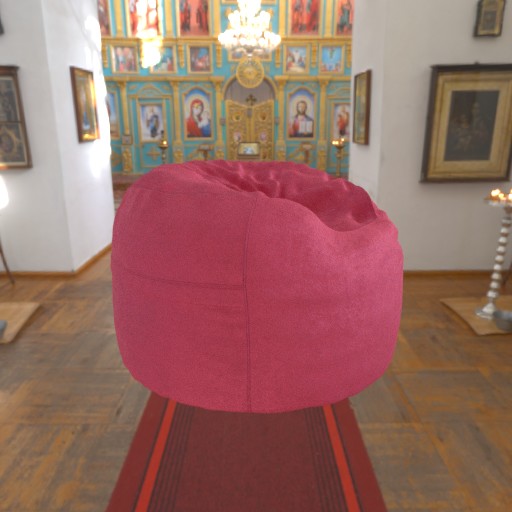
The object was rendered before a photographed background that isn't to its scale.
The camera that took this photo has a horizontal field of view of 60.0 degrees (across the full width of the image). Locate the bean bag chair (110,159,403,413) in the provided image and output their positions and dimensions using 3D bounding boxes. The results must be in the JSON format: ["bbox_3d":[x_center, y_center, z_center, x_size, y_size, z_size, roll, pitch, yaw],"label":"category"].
[{"bbox_3d":[0.000,0.000,1.914,1.218,0.788,1.218,0,15,0],"label":"bean bag chair"}]
